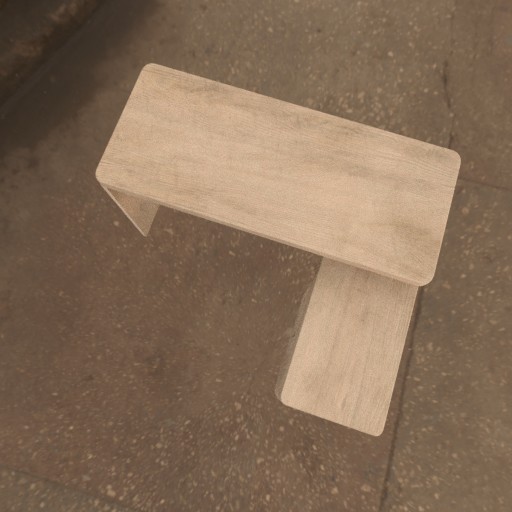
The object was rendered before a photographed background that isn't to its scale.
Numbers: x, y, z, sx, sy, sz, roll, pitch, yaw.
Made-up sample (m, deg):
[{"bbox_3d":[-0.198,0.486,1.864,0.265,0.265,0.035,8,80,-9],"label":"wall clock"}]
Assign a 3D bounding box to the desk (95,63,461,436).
[{"bbox_3d":[0.000,0.000,2.106,1.400,0.770,1.175,18,76,4],"label":"desk"}]
